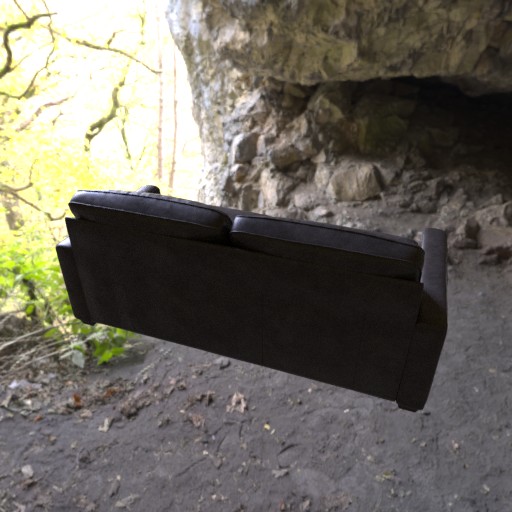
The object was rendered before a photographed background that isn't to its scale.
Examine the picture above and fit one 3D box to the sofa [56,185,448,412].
[{"bbox_3d":[0.000,0.000,2.589,2.081,0.916,0.939,11,34,17],"label":"sofa"}]
